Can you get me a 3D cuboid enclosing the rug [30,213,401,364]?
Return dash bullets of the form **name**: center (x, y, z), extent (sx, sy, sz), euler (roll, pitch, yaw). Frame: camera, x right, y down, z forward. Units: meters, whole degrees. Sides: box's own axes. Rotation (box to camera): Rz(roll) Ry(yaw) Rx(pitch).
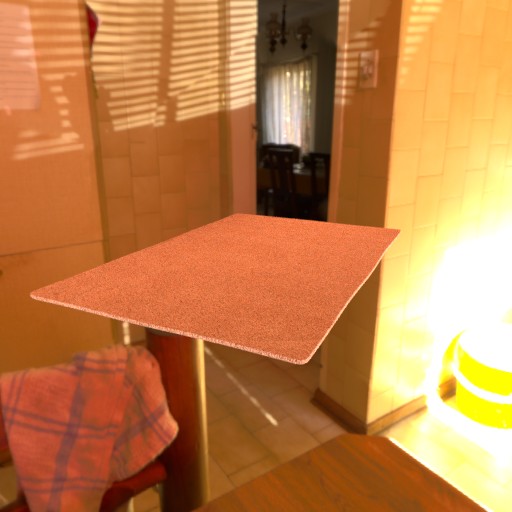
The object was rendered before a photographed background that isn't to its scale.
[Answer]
- **rug**: center (0.000, 0.000, 3.476), extent (1.801, 0.024, 2.700), euler (8, 19, 25)
